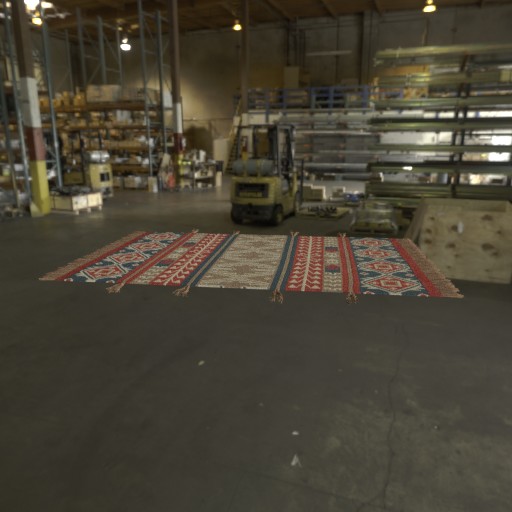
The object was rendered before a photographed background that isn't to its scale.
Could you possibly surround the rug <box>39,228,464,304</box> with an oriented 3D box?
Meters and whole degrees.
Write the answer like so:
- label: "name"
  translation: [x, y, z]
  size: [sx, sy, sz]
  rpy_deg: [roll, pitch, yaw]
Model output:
- label: "rug"
  translation: [0.000, 0.000, 3.206]
  size: [2.450, 0.048, 1.778]
  rpy_deg: [2, 14, 8]
